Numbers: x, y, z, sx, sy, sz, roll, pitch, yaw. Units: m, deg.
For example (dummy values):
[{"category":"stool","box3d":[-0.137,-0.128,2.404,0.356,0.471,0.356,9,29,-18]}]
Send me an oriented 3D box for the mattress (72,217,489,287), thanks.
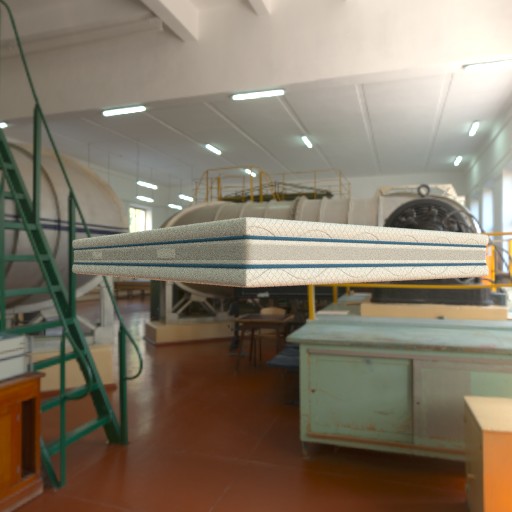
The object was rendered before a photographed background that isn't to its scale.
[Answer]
[{"category":"mattress","box3d":[0.000,0.000,2.672,1.600,0.230,2.000,0,-1,-37]}]
